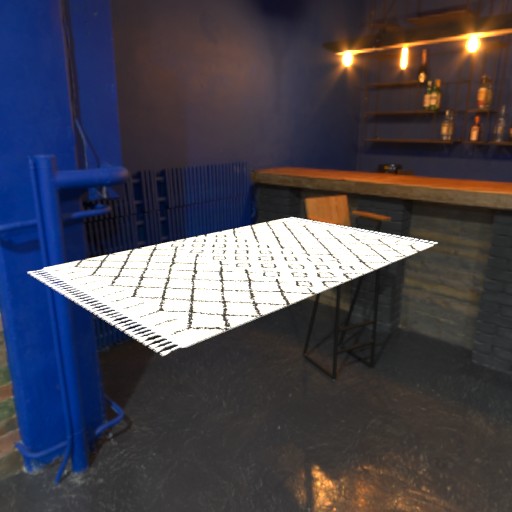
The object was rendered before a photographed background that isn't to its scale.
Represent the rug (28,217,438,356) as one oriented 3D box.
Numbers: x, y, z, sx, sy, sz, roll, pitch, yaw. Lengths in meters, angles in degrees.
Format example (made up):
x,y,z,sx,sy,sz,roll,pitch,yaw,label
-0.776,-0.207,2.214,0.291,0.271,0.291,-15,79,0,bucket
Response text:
x,y,z,sx,sy,sz,roll,pitch,yaw,label
0.000,0.000,2.459,1.196,0.008,2.006,15,22,43,rug
